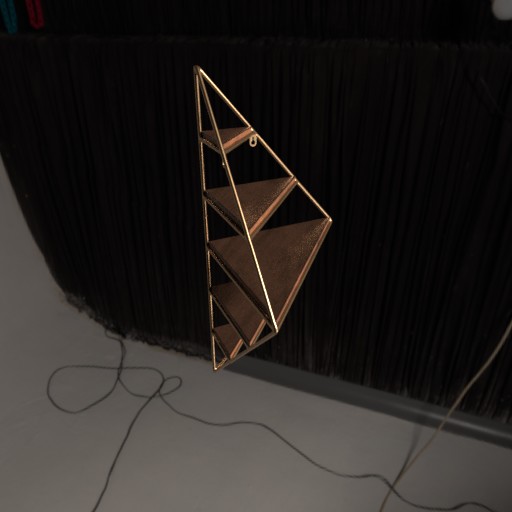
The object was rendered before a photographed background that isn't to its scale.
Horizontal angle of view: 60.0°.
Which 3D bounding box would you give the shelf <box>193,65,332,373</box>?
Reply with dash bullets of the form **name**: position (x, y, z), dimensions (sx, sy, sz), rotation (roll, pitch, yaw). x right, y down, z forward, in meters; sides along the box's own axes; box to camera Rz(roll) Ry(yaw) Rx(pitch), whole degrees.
- **shelf**: position (0.000, 0.000, 1.163), dimensions (0.294, 0.913, 0.564), rotation (10, 31, 17)
